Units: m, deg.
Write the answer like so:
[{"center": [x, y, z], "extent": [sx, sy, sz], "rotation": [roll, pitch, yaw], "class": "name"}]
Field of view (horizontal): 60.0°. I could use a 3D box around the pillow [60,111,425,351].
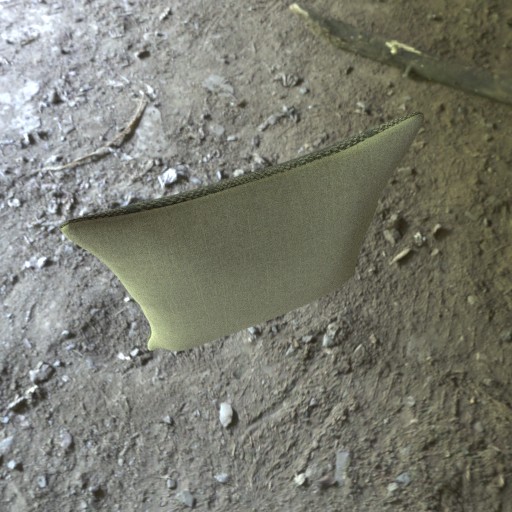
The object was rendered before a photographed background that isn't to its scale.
[{"center": [0.000, 0.000, 0.680], "extent": [0.435, 0.432, 0.138], "rotation": [-19, 62, -11], "class": "pillow"}]
